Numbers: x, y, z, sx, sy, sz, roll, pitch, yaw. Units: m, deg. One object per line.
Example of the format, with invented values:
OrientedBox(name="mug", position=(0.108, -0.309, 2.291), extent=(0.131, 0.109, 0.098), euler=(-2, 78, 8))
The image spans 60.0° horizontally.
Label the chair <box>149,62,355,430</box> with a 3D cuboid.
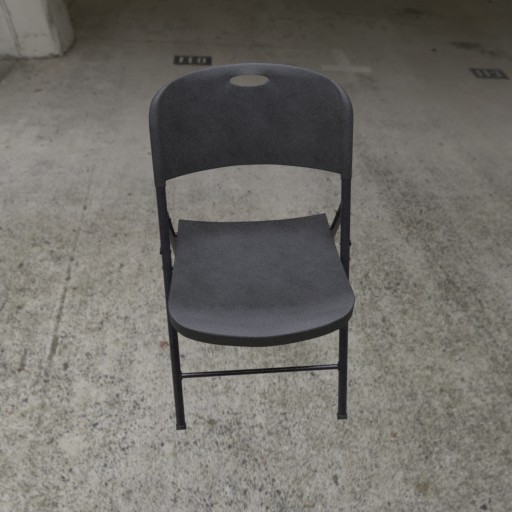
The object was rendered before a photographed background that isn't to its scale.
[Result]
OrientedBox(name="chair", position=(0.000, 0.000, 1.184), extent=(0.494, 0.810, 0.566), euler=(-3, 44, -3))
